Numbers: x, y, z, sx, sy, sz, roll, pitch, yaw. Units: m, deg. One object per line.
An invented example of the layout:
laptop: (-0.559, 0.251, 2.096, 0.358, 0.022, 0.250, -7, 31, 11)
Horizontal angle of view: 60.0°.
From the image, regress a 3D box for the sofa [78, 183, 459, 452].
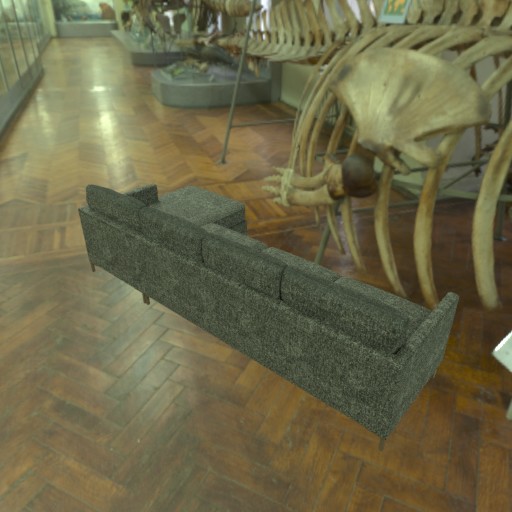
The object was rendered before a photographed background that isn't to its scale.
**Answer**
sofa: (0.000, 0.000, 3.990, 3.384, 0.970, 1.488, 23, 37, 35)
